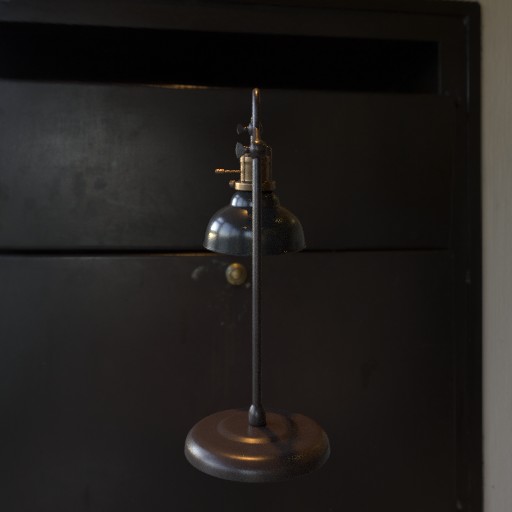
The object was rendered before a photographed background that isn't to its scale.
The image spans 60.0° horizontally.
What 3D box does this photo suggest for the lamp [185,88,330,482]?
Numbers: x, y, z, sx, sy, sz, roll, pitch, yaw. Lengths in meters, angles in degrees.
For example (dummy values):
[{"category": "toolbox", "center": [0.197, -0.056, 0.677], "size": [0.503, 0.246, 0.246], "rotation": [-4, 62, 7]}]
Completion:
[{"category": "lamp", "center": [0.000, 0.000, 0.683], "size": [0.192, 0.508, 0.374], "rotation": [0, 0, -1]}]
